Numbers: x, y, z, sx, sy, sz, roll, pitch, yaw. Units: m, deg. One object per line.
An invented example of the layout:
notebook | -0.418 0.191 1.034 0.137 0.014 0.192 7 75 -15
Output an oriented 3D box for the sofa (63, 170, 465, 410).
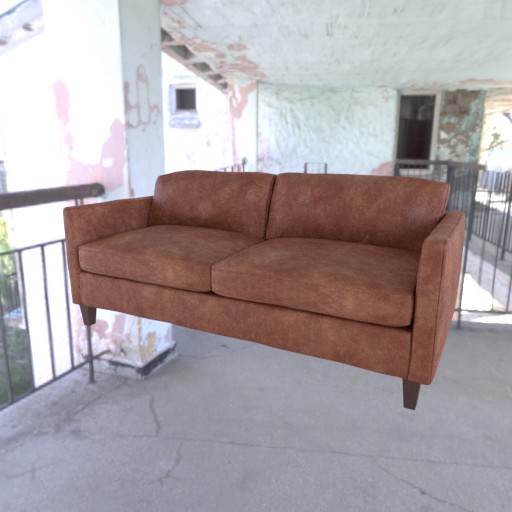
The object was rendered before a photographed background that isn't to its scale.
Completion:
sofa | 0.000 0.000 2.383 1.971 0.863 0.923 7 15 27
